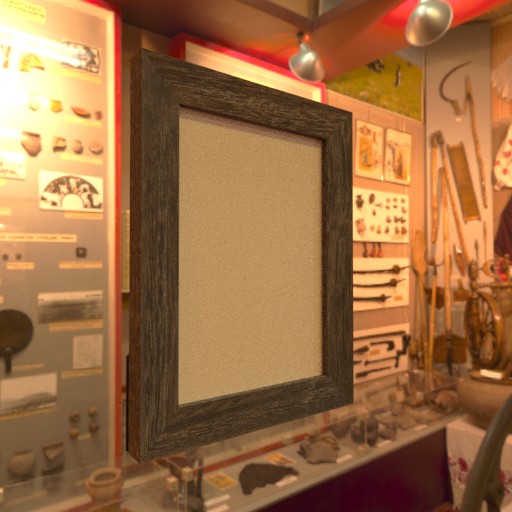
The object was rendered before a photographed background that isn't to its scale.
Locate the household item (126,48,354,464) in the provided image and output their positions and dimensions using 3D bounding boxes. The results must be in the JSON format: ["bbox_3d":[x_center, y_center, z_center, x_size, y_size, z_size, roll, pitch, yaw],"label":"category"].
[{"bbox_3d":[0.000,0.000,0.280,0.160,0.210,0.020,1,-1,-37],"label":"household item"}]
